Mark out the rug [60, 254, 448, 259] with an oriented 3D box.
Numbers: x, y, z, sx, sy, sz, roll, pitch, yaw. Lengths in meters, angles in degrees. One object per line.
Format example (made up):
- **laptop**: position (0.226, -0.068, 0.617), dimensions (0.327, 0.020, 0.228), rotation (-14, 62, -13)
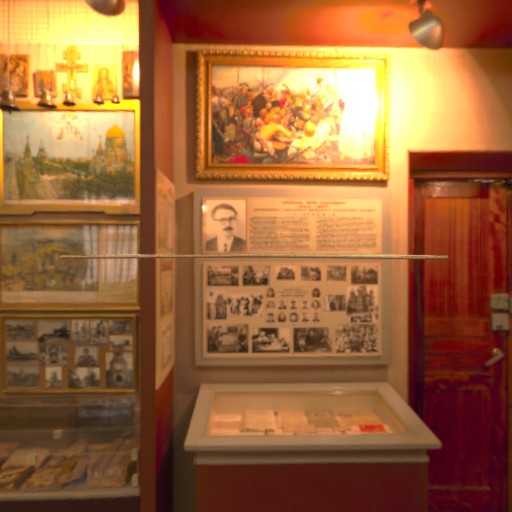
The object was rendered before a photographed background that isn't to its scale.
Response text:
- **rug**: position (0.000, 0.000, 2.951), dimensions (1.596, 0.030, 2.283), rotation (0, 0, 0)
